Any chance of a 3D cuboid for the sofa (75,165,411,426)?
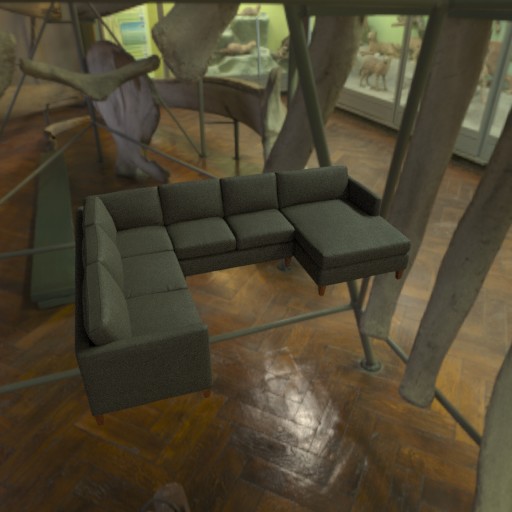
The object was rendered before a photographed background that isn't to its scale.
[{"bbox_3d":[0.000,0.000,4.599,3.460,0.961,2.594,-10,32,-16],"label":"sofa"}]
